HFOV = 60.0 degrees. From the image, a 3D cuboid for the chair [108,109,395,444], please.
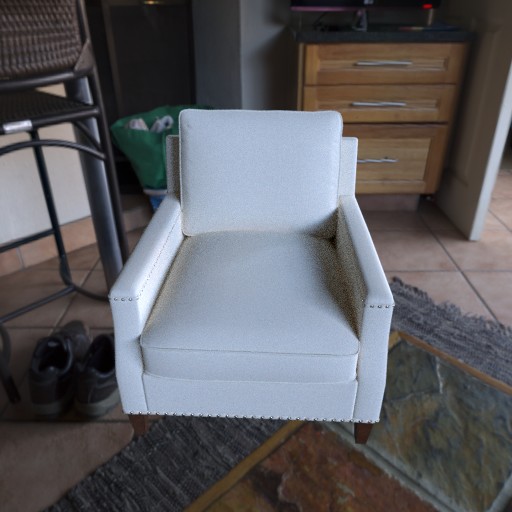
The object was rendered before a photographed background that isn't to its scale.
[{"bbox_3d":[0.000,0.000,1.700,0.853,0.943,1.014,1,30,2],"label":"chair"}]
